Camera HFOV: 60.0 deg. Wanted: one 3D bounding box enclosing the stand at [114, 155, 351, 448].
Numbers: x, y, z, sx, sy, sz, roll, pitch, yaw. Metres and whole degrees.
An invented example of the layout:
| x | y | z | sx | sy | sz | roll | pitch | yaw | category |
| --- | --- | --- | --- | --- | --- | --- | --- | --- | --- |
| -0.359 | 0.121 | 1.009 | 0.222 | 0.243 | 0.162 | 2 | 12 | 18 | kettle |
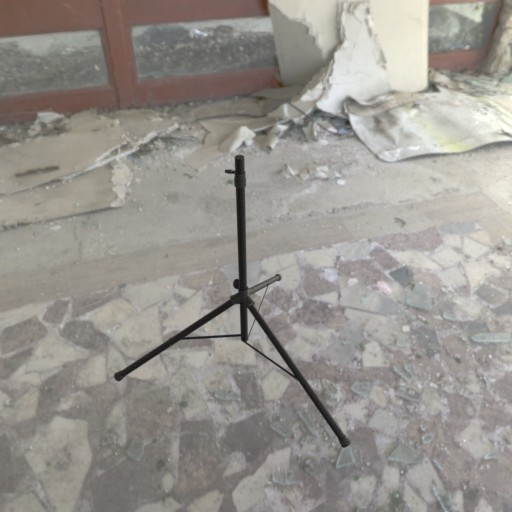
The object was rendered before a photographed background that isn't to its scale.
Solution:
| x | y | z | sx | sy | sz | roll | pitch | yaw | category |
| --- | --- | --- | --- | --- | --- | --- | --- | --- | --- |
| 0.000 | 0.000 | 2.779 | 1.596 | 1.595 | 1.339 | 12 | 42 | 14 | stand |
